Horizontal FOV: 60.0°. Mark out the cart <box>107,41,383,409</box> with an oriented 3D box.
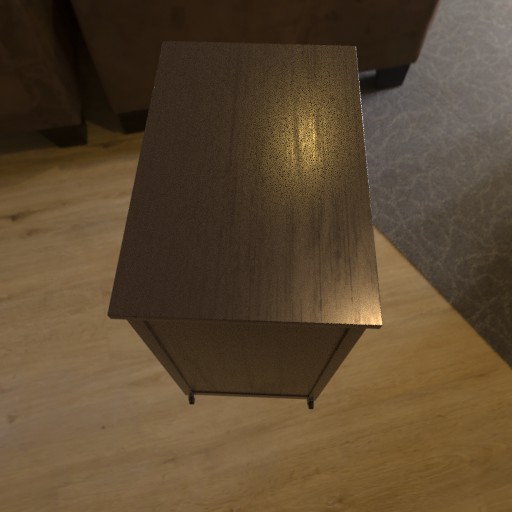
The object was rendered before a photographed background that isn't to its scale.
[{"bbox_3d":[0.000,0.000,1.249,0.449,0.878,0.690,2,63,1],"label":"cart"}]
